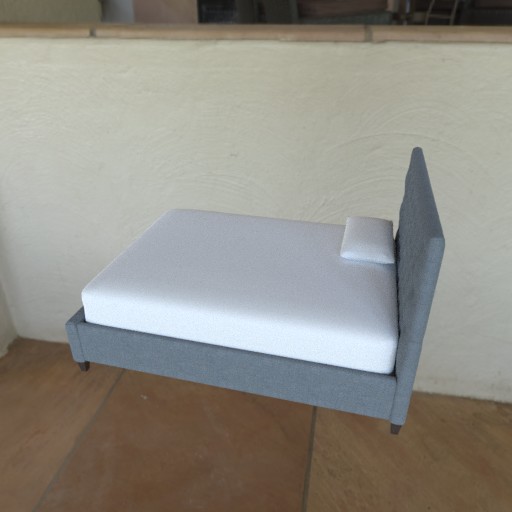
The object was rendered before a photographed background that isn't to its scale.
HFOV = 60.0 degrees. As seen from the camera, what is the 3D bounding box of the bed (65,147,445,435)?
[{"bbox_3d":[0.000,0.000,3.413,2.335,1.411,1.698,7,30,13],"label":"bed"}]
